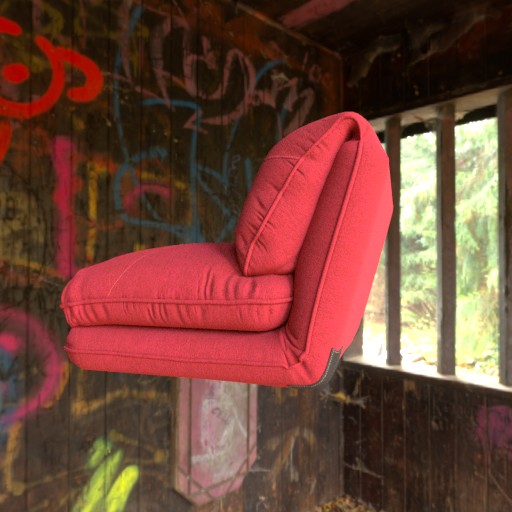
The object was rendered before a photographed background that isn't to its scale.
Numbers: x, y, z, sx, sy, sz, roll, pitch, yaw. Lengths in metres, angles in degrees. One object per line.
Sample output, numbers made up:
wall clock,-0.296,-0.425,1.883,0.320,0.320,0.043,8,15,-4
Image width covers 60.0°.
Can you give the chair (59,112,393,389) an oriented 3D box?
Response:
chair,0.000,0.000,1.330,0.780,0.580,0.820,0,-1,18
